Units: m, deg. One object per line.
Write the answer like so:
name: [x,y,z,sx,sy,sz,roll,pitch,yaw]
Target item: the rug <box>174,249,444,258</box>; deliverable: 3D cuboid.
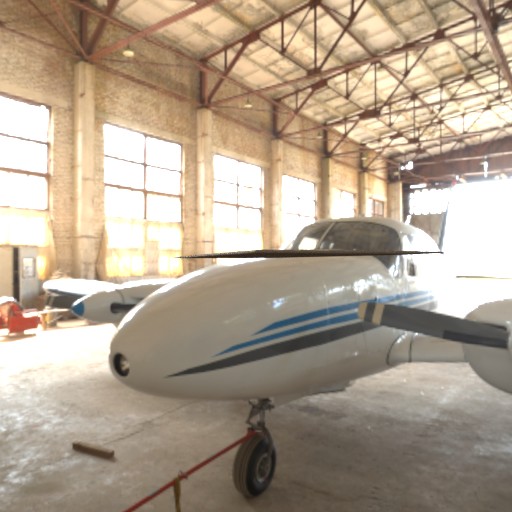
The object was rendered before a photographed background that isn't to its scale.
rug: [0.000,0.000,2.440,0.662,0.011,2.196,0,-1,-17]
